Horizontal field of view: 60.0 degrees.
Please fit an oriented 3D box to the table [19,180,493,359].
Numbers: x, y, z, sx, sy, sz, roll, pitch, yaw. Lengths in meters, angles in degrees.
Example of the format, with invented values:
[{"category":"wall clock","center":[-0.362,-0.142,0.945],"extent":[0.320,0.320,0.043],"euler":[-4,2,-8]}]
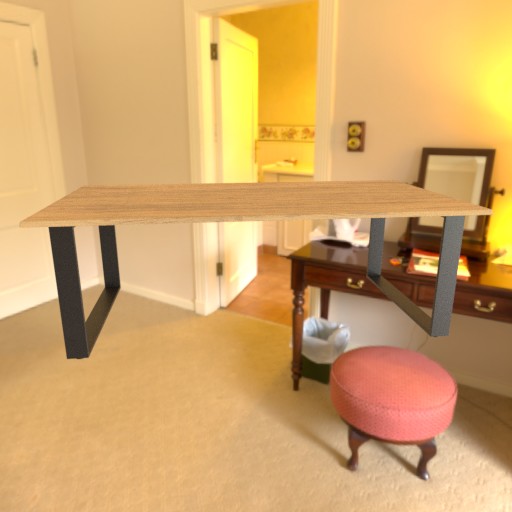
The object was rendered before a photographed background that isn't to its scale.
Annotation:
[{"category":"table","center":[0.000,0.000,1.624],"extent":[1.331,0.445,0.693],"euler":[-2,17,-7]}]
